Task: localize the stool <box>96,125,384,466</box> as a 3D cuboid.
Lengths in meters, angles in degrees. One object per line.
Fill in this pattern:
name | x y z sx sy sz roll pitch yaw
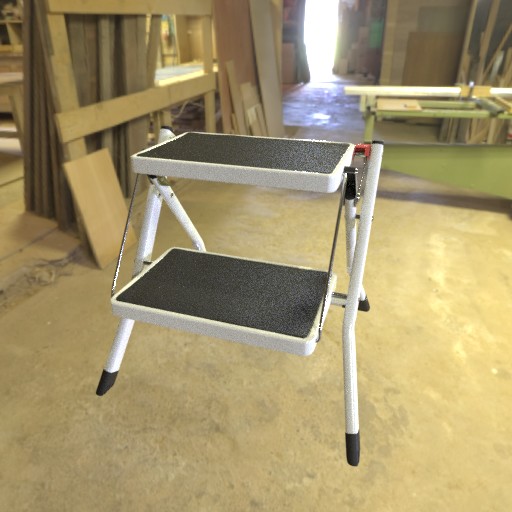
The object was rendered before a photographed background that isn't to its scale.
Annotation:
stool | 0.000 0.000 0.844 0.485 0.445 0.490 9 28 17
